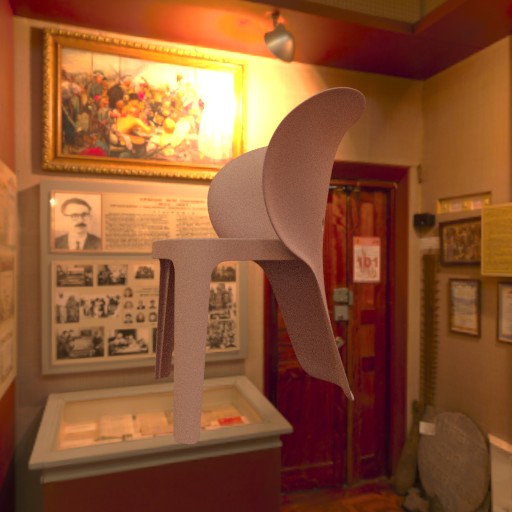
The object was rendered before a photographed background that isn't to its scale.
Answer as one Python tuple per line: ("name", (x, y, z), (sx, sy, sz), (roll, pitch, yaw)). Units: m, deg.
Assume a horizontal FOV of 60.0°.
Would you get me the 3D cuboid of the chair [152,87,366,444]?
("chair", (0.000, 0.000, 0.877), (0.402, 0.554, 0.451), (0, 0, -18))
